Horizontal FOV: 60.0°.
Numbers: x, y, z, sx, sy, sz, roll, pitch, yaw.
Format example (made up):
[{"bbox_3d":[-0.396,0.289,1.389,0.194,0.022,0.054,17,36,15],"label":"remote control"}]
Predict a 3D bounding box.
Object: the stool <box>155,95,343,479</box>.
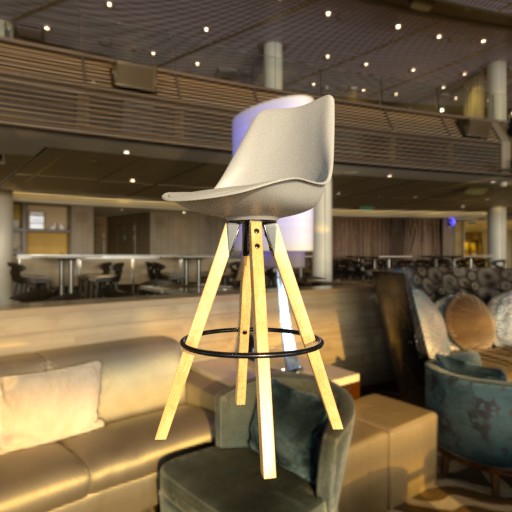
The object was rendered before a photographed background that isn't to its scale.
[{"bbox_3d":[0.000,0.000,1.411,0.485,1.115,0.550,0,0,36],"label":"stool"}]
